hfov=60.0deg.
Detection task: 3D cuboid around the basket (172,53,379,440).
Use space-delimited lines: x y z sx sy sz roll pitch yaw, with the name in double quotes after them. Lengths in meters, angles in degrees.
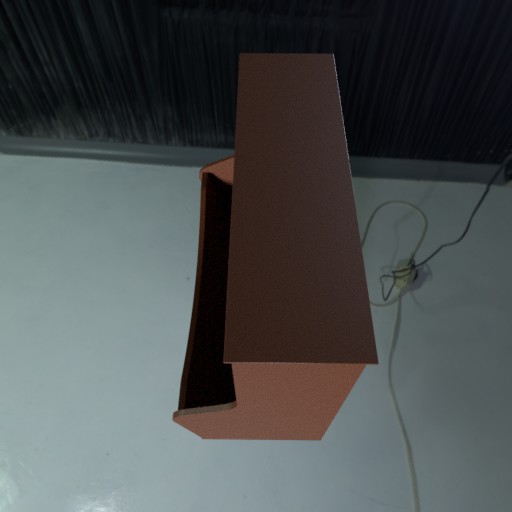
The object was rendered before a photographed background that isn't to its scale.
0.000 0.000 1.143 0.376 0.625 0.792 0 57 0 "basket"
